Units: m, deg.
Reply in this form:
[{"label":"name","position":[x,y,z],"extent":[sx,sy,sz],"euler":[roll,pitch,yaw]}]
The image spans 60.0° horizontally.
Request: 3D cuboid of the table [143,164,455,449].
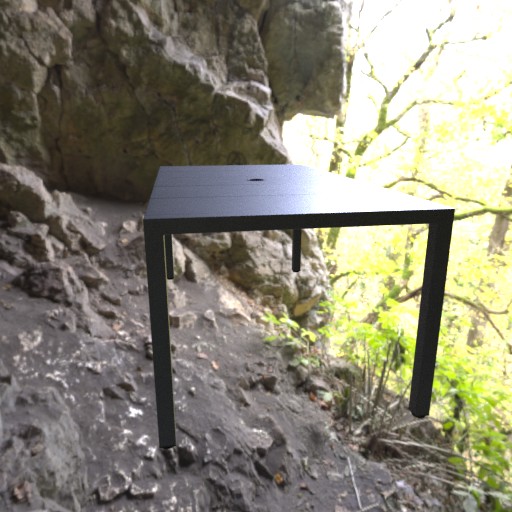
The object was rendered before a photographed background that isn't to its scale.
[{"label":"table","position":[0.000,0.000,2.146],"extent":[0.914,0.735,1.680],"euler":[-3,16,-10]}]
